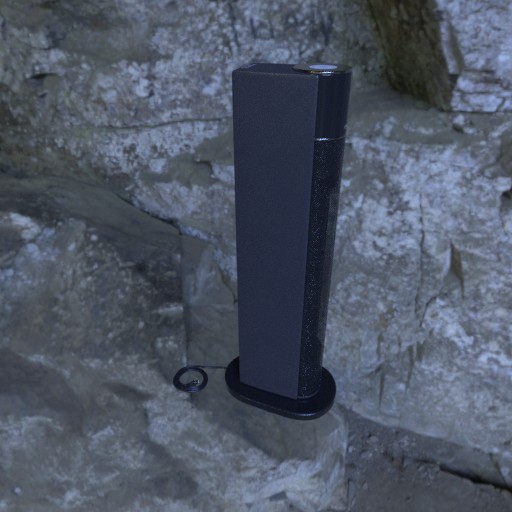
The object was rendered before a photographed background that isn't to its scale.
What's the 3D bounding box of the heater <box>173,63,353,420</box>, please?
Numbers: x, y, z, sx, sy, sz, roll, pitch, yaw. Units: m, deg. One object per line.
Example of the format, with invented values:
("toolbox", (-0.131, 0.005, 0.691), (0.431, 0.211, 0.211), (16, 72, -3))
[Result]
("heater", (0.000, 0.000, 1.069), (0.458, 0.856, 0.214), (10, 32, 16))
